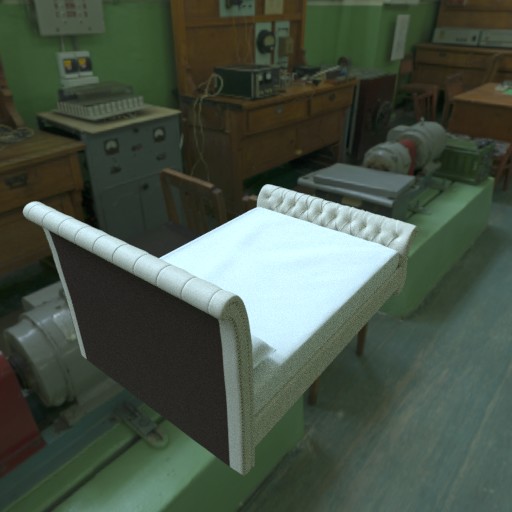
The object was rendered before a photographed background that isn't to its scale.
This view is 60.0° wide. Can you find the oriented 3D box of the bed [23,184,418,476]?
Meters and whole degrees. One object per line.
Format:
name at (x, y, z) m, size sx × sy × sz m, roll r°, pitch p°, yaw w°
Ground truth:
bed at (0.000, 0.000, 3.364) m, size 1.606 × 1.268 × 2.493 m, roll 22°, pitch 37°, yaw 32°
